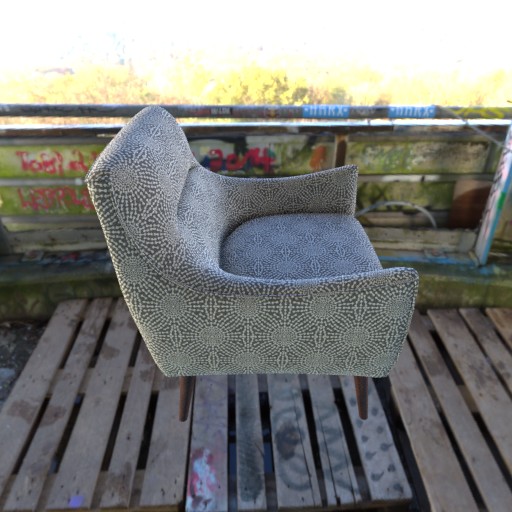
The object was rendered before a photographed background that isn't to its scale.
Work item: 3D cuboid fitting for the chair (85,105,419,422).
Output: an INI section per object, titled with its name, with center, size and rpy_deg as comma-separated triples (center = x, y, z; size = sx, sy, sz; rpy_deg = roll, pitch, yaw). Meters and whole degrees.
[chair]
center = 0.000, 0.000, 1.425
size = 0.787, 0.838, 0.762
rpy_deg = 0, 32, -1
